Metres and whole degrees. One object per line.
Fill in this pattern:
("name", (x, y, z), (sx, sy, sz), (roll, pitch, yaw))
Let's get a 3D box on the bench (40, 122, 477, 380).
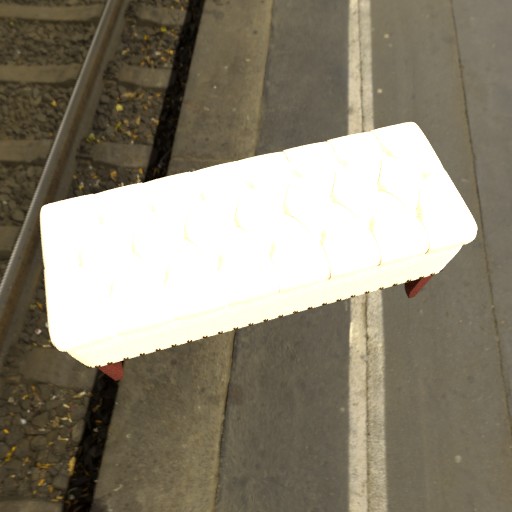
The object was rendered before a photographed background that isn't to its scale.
("bench", (0.000, 0.000, 1.303), (1.054, 0.470, 0.400), (-14, 64, -7))
